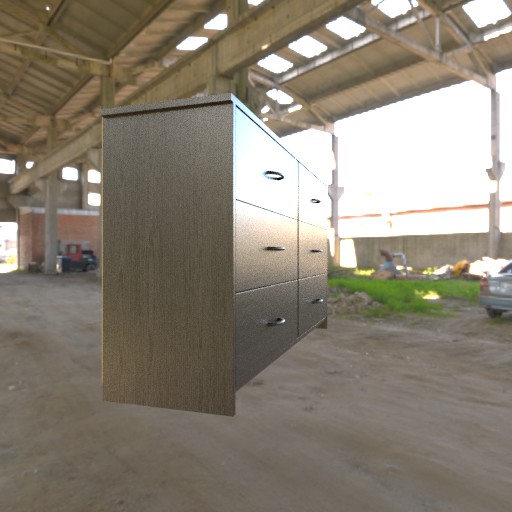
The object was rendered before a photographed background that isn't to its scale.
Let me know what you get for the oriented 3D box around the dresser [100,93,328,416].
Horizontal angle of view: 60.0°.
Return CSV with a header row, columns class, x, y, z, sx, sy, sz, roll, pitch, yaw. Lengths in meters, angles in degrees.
class,x,y,z,sx,sy,sz,roll,pitch,yaw
dresser,0.000,0.000,1.723,0.401,0.755,1.360,0,0,19
